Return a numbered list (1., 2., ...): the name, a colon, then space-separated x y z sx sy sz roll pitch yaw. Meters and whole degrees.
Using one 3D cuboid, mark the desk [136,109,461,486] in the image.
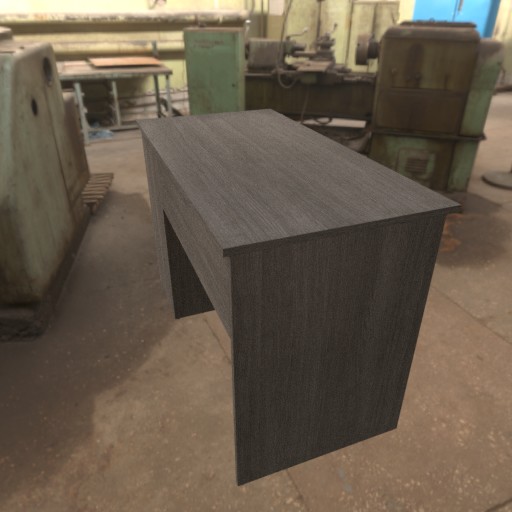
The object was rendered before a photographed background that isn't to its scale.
1. desk: 0.000 0.000 1.531 0.560 0.735 1.097 -11 32 -18
